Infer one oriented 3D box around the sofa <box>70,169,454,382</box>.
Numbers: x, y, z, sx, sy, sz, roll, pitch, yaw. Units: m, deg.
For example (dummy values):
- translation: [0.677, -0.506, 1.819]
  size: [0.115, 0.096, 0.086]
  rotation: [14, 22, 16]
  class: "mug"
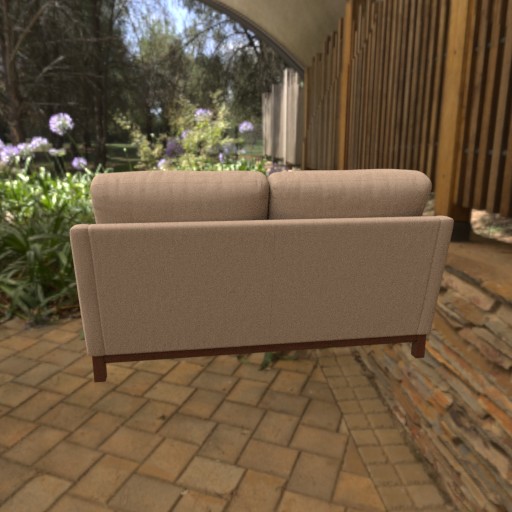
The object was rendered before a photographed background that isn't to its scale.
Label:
- translation: [0.000, 0.000, 2.326]
  size: [1.619, 0.910, 1.004]
  rotation: [-2, 13, -9]
  class: "sofa"
